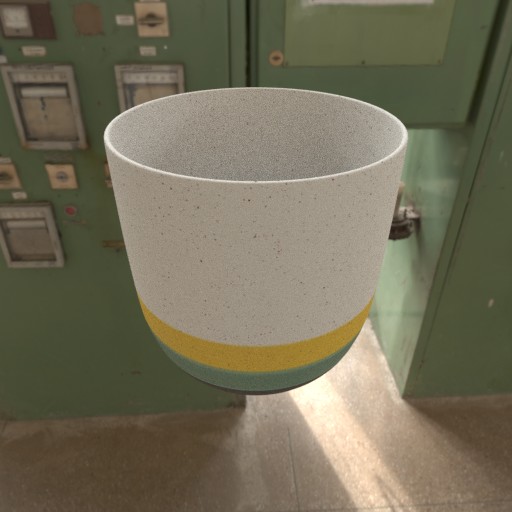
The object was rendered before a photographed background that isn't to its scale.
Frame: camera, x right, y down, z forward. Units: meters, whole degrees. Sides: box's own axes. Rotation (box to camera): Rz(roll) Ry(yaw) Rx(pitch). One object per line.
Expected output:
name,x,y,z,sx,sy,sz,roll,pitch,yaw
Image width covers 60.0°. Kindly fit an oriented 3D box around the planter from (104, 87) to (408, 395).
planter,0.000,0.000,0.353,0.195,0.214,0.195,0,34,0
